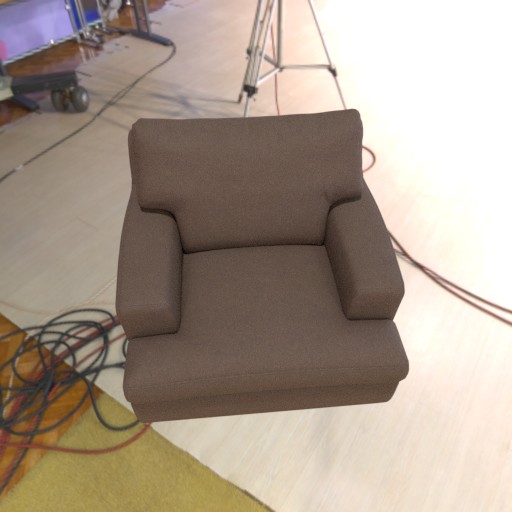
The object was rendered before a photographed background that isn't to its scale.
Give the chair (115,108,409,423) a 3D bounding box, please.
[{"bbox_3d":[0.000,0.000,1.968,1.168,0.940,1.143,-4,47,-3],"label":"chair"}]
